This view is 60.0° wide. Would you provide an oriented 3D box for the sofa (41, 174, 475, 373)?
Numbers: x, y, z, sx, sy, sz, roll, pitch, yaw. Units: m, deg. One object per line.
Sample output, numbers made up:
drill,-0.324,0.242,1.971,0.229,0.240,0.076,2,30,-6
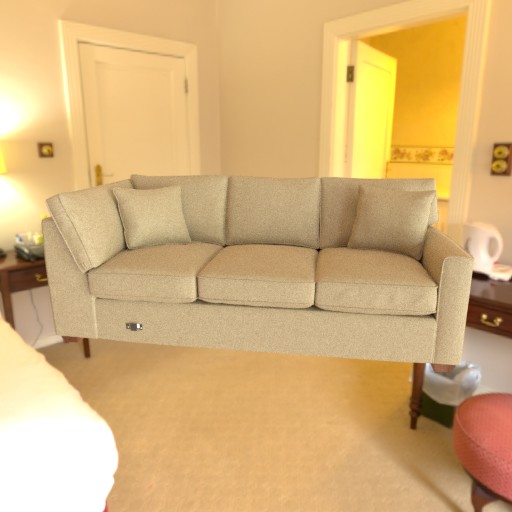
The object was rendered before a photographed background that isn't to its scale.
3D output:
sofa,0.000,0.000,2.818,2.317,0.962,1.061,2,15,9
